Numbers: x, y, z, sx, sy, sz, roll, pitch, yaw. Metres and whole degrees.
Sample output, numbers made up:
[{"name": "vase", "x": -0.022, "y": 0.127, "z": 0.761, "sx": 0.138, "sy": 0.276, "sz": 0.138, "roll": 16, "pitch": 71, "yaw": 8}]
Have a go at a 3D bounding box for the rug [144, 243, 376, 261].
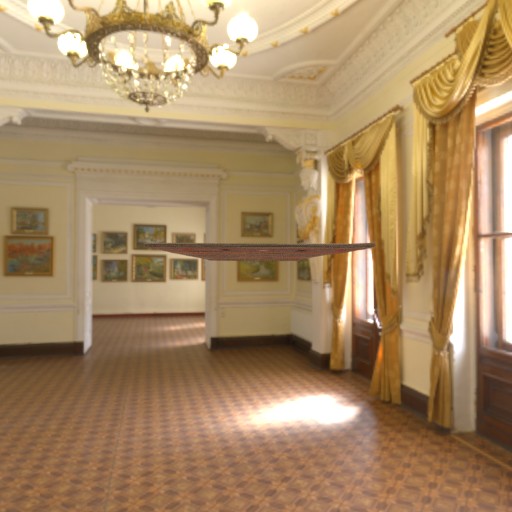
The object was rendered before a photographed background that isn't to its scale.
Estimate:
[{"name": "rug", "x": 0.000, "y": 0.000, "z": 2.613, "sx": 0.744, "sy": 0.022, "sz": 2.419, "roll": 0, "pitch": -2, "yaw": -1}]
